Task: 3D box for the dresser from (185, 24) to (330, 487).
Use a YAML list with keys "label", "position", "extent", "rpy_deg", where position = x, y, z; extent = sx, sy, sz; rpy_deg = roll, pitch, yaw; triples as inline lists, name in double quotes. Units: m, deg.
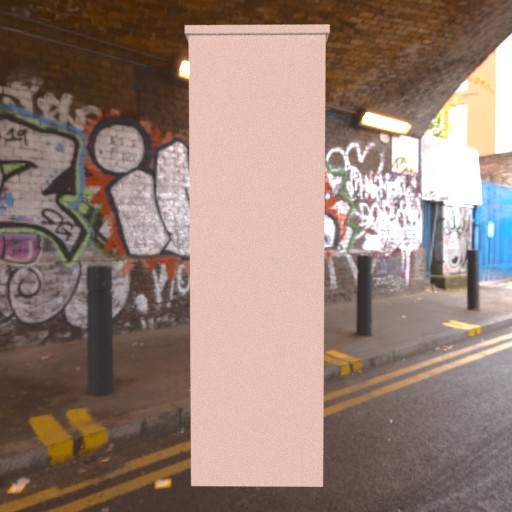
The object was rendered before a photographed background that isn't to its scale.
- label: "dresser"
  position: [0.000, 0.000, 1.552]
  extent: [0.399, 1.255, 0.704]
  rpy_deg: [0, 2, 1]
